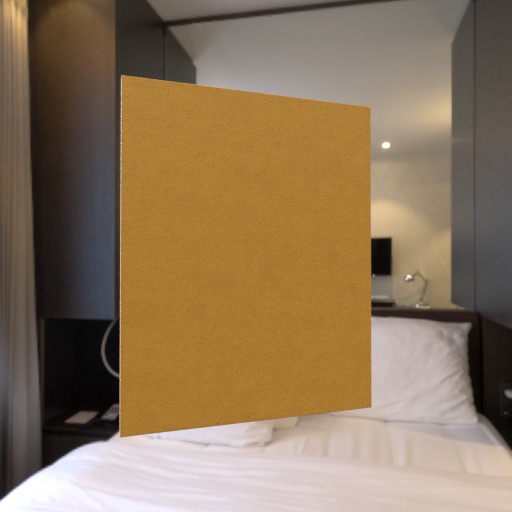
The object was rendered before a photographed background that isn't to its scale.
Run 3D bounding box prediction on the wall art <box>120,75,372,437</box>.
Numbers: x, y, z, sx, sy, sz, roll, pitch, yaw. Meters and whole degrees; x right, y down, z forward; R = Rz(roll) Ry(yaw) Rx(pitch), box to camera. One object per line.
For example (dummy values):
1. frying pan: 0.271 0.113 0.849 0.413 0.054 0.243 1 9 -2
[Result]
1. wall art: 0.000 0.000 1.365 0.798 1.002 0.030 0 -1 -18
